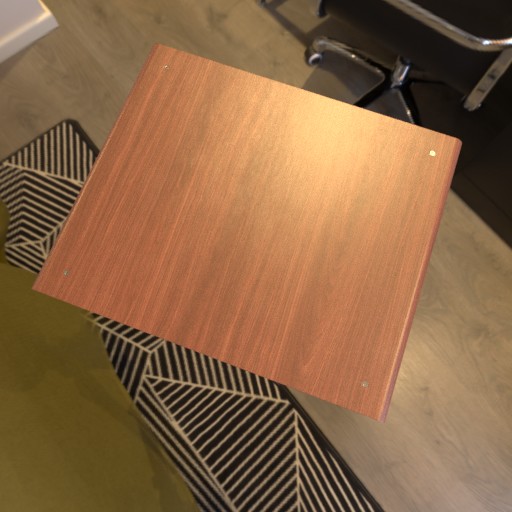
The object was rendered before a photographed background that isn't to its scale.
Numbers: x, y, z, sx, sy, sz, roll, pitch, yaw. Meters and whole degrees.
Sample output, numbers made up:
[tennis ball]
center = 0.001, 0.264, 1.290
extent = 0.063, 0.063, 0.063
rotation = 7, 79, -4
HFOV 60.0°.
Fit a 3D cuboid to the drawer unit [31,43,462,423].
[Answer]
[drawer unit]
center = 0.000, 0.000, 0.604
extent = 0.349, 0.351, 0.290
rotation = 20, 76, 5
